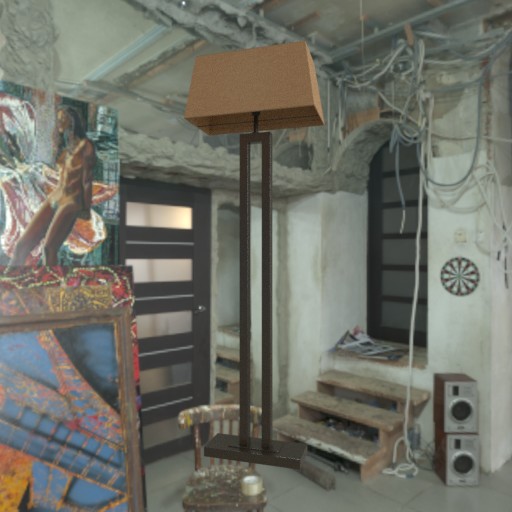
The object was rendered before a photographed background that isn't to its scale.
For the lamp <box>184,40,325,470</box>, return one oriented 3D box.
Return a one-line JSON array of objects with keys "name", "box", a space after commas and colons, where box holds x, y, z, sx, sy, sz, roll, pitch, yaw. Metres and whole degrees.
[{"name": "lamp", "box": [0.000, 0.000, 1.641, 0.475, 1.469, 0.233, 0, 0, 17]}]
